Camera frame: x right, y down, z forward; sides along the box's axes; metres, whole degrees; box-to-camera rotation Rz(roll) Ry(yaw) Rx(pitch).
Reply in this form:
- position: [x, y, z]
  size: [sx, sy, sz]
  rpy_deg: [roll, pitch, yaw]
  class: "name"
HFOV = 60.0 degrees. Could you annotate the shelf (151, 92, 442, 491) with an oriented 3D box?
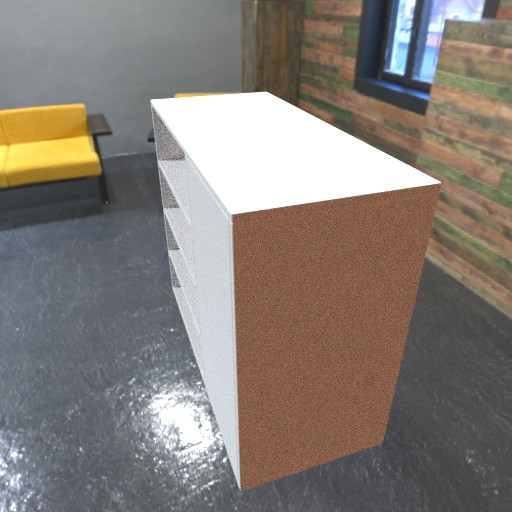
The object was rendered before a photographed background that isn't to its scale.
- position: [0.000, 0.000, 1.291]
  size: [0.396, 0.732, 0.895]
  rpy_deg: [-10, 32, -17]
  class: "shelf"
